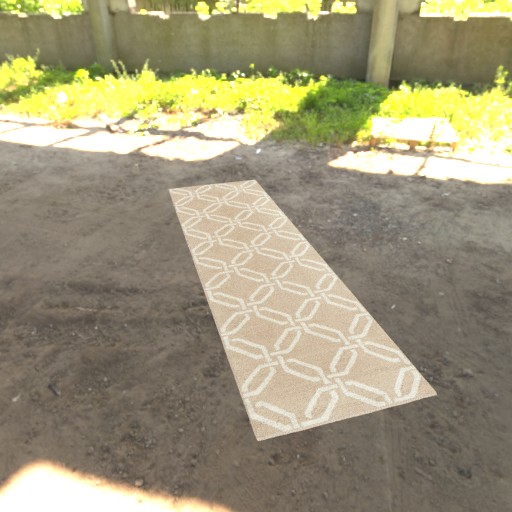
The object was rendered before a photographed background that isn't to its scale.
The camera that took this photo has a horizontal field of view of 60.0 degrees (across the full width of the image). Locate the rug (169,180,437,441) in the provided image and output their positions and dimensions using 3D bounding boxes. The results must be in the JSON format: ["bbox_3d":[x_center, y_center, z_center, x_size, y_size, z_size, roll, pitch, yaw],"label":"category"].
[{"bbox_3d":[0.000,0.000,2.454,0.678,0.014,2.276,-9,31,-14],"label":"rug"}]
